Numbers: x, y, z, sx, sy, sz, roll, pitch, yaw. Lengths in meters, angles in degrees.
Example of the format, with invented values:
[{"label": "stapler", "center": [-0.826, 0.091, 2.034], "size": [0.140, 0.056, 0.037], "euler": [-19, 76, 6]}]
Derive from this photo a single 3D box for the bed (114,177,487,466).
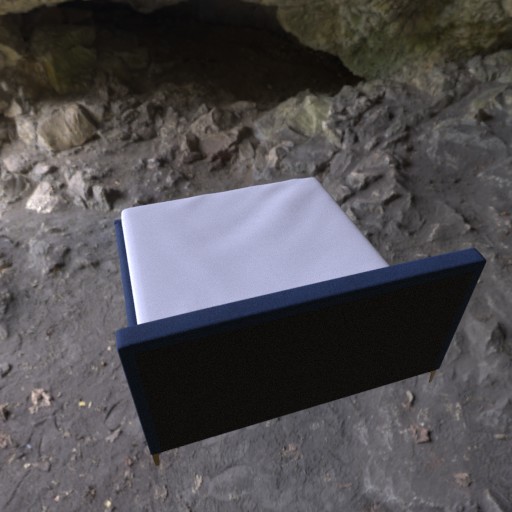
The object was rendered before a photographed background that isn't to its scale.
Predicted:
[{"label": "bed", "center": [0.000, 0.000, 3.479], "size": [2.096, 1.231, 2.232], "euler": [-12, 41, -14]}]
